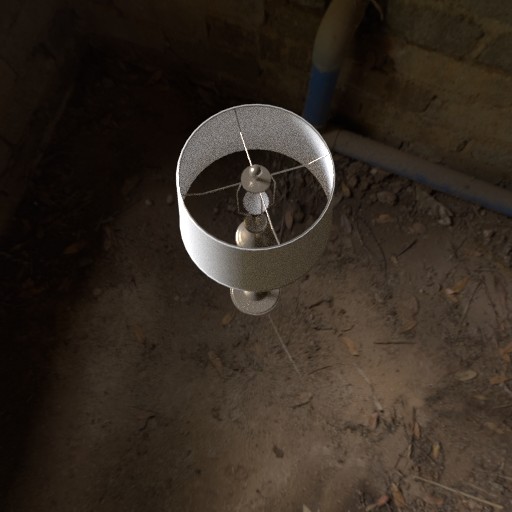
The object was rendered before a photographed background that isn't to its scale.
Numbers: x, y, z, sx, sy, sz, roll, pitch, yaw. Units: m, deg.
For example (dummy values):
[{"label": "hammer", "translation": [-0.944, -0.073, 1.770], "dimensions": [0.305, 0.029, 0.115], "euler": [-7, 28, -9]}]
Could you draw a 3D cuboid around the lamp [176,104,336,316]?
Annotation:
[{"label": "lamp", "translation": [0.000, 0.000, 1.677], "dimensions": [0.431, 1.488, 0.431], "euler": [0, 75, 0]}]
